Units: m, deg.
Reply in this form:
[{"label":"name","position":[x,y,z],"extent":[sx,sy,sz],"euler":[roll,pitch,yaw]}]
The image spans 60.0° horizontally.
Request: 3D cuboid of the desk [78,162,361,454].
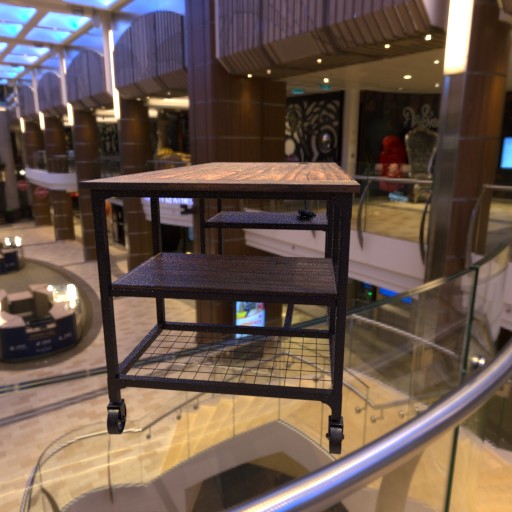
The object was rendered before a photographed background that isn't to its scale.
[{"label":"desk","position":[0.000,0.000,1.931],"extent":[0.711,0.751,1.590],"euler":[2,14,7]}]
